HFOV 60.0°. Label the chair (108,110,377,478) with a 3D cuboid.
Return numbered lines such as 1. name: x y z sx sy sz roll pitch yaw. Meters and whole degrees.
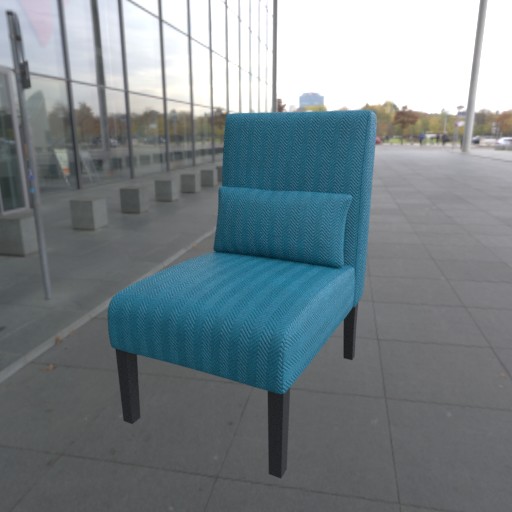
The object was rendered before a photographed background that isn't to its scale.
1. chair: 0.000 0.000 1.448 0.579 0.927 0.808 8 17 26
